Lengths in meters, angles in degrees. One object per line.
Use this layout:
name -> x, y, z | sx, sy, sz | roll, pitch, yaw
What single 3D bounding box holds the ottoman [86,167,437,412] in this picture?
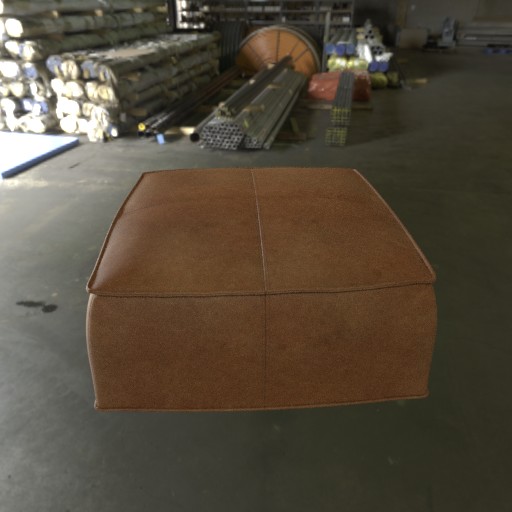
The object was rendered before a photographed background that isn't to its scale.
ottoman -> 0.000, 0.000, 1.409 | 0.902, 0.395, 0.901 | -2, 30, -3
